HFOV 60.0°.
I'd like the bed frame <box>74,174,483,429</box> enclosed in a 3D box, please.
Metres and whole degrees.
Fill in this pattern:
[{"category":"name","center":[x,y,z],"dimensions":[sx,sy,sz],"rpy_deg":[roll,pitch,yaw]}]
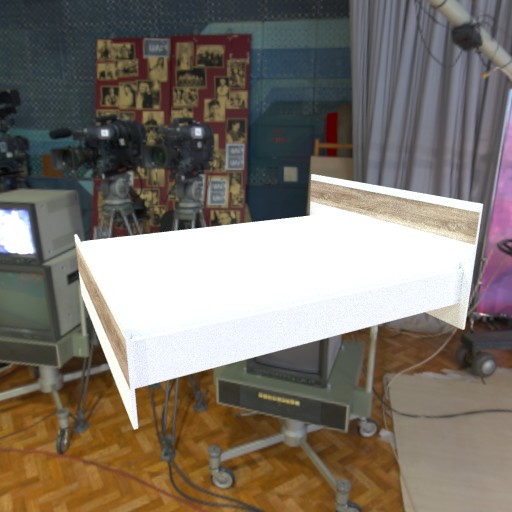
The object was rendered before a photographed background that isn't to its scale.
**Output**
[{"category":"bed frame","center":[0.000,0.000,2.946],"dimensions":[2.060,0.800,1.720],"rpy_deg":[-9,19,-26]}]
